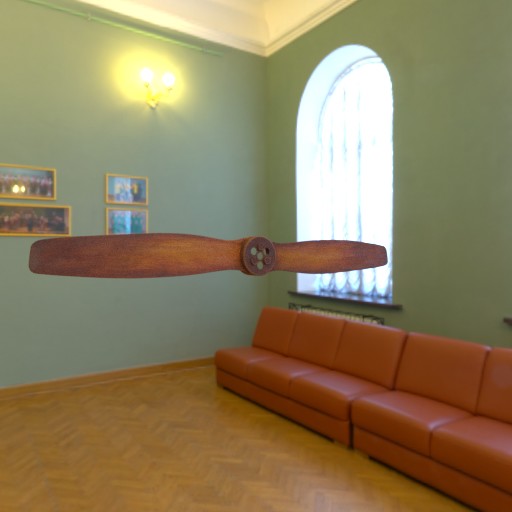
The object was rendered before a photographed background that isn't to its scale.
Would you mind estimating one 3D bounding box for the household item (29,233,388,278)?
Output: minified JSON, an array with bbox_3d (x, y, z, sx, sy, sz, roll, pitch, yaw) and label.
[{"bbox_3d":[0.000,0.000,1.282,1.181,0.121,0.051,0,1,-35],"label":"household item"}]
